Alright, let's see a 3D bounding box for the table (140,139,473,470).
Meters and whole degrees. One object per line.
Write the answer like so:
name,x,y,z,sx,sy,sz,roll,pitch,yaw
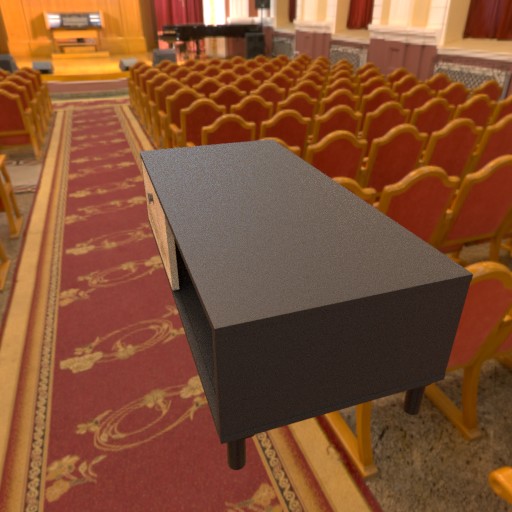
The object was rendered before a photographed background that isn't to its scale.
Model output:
table,0.000,0.000,1.348,0.550,0.400,1.100,-10,30,-17
